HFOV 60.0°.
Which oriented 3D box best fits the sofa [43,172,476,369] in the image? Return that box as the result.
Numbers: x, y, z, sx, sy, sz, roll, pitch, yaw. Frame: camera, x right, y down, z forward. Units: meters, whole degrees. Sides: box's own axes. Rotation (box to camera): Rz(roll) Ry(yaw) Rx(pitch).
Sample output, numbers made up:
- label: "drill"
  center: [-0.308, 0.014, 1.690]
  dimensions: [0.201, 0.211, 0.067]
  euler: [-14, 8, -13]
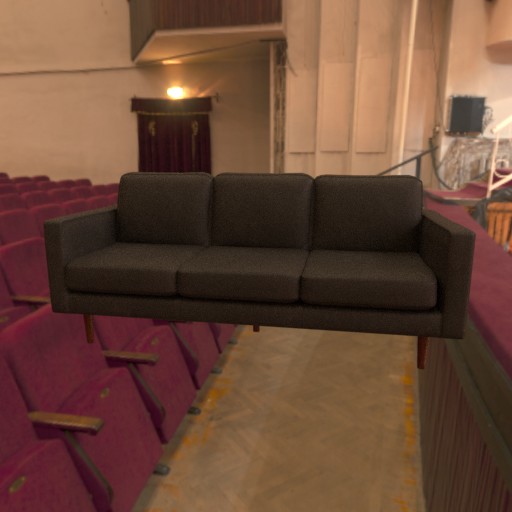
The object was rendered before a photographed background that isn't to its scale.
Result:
- label: "sofa"
  center: [0.000, 0.000, 2.465]
  dimensions: [2.029, 0.899, 0.879]
  euler: [2, 12, 10]
